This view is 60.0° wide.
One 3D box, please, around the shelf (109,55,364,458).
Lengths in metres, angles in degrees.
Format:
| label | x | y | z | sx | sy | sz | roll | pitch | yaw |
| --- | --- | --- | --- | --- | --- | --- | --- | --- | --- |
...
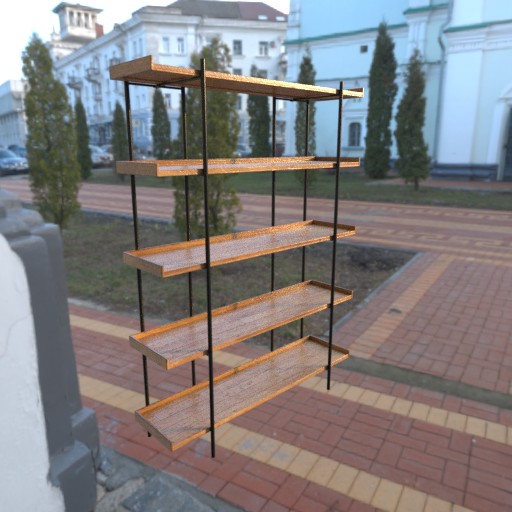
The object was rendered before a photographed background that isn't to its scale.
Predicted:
| label | x | y | z | sx | sy | sz | roll | pitch | yaw |
| --- | --- | --- | --- | --- | --- | --- | --- | --- | --- |
| shelf | 0.000 | 0.000 | 2.405 | 1.371 | 1.826 | 0.379 | -13 | 19 | -42 |
